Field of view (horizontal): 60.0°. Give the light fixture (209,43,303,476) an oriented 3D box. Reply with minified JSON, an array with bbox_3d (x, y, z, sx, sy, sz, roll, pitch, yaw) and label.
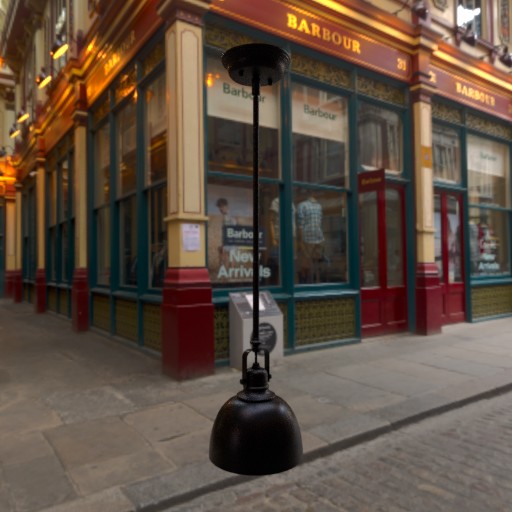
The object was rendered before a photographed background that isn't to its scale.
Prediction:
[{"bbox_3d":[0.000,0.000,0.863,0.182,0.768,0.182,1,-1,-36],"label":"light fixture"}]
